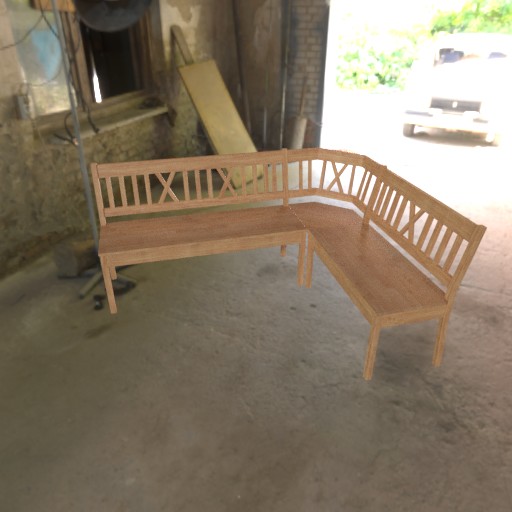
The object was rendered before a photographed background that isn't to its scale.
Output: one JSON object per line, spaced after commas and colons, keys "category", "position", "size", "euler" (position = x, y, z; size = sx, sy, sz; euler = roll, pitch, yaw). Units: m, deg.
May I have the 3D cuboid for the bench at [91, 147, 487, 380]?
{"category": "bench", "position": [0.000, 0.000, 2.824], "size": [1.937, 0.902, 1.537], "euler": [-7, 31, -13]}
